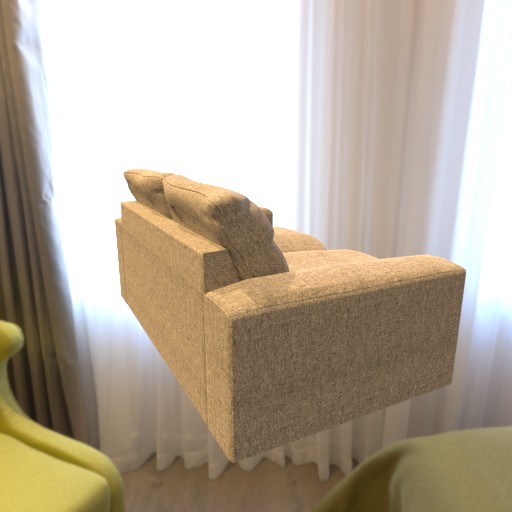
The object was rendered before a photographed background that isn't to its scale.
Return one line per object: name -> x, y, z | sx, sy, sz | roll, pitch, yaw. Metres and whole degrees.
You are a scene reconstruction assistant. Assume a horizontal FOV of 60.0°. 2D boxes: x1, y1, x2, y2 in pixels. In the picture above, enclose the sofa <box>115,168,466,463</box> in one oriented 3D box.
sofa -> 0.000, 0.000, 2.298 | 1.094, 0.877, 1.758 | -8, 17, -27
